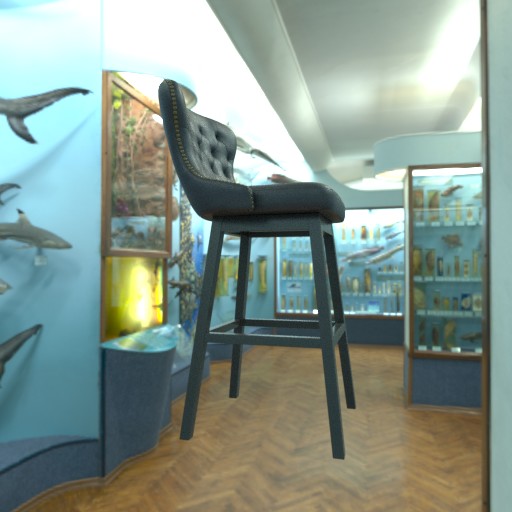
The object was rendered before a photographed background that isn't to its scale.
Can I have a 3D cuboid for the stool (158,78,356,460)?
[{"bbox_3d":[0.000,0.000,1.435,0.601,1.050,0.528,0,-1,17],"label":"stool"}]
